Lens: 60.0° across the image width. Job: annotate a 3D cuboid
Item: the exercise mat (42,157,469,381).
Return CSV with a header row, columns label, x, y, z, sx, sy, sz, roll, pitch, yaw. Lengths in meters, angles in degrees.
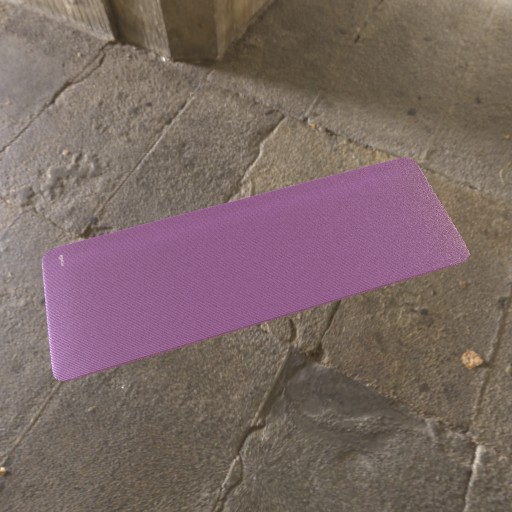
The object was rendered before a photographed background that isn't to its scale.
label,x,y,z,sx,sy,sz,roll,pitch,yaw
exercise mat,0.000,0.000,2.009,1.869,0.021,0.616,-16,65,-7
